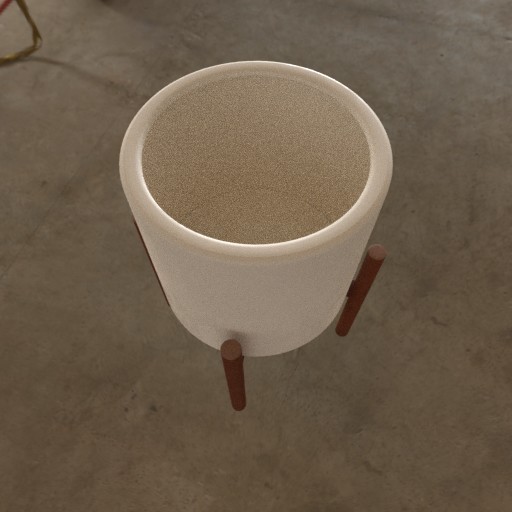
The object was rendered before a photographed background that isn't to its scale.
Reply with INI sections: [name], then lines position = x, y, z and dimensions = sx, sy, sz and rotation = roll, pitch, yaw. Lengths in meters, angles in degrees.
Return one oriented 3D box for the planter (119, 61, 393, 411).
[planter]
position = 0.000, 0.000, 0.518
dimensions = 0.224, 0.358, 0.224
rotation = -31, 64, -17
